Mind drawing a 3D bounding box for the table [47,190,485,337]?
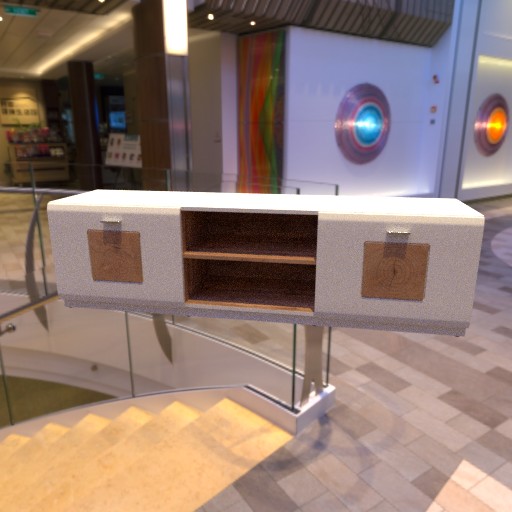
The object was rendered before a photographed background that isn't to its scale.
[{"bbox_3d":[0.000,0.000,1.772,1.550,0.440,0.400,3,16,10],"label":"table"}]
